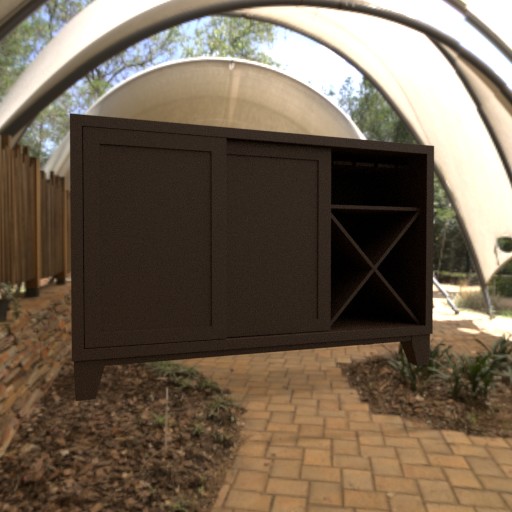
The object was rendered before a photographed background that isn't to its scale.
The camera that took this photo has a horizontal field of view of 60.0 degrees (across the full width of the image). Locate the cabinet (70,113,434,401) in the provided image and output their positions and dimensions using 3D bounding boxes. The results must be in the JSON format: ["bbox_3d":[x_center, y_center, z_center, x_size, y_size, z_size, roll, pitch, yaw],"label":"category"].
[{"bbox_3d":[0.000,0.000,1.851,1.396,0.914,0.482,0,1,-19],"label":"cabinet"}]
